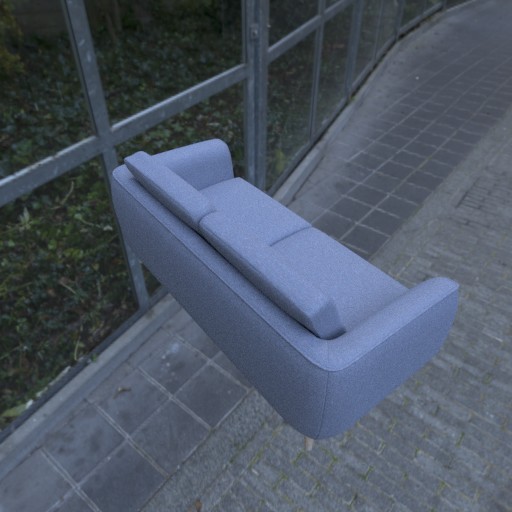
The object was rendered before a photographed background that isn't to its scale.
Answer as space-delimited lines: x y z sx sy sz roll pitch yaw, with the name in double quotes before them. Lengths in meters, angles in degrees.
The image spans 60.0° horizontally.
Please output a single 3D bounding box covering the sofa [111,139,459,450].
"sofa" 0.000 0.000 2.563 0.920 0.870 2.000 -27 46 -28
